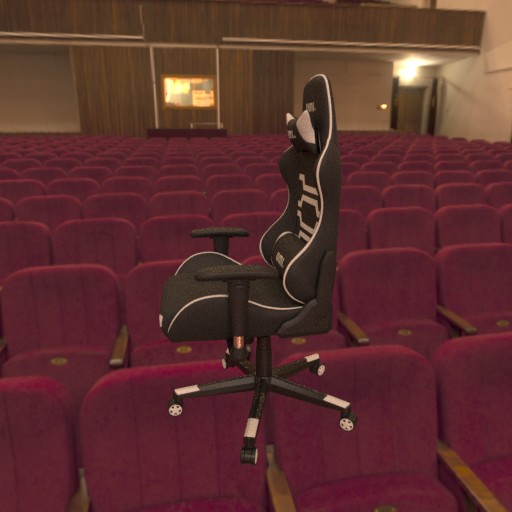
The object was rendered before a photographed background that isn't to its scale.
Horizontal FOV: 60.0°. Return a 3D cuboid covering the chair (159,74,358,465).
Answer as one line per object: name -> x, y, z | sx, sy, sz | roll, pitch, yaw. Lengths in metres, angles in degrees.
chair -> 0.000, 0.000, 1.619 | 0.700, 1.240, 0.700 | -2, 15, -9
